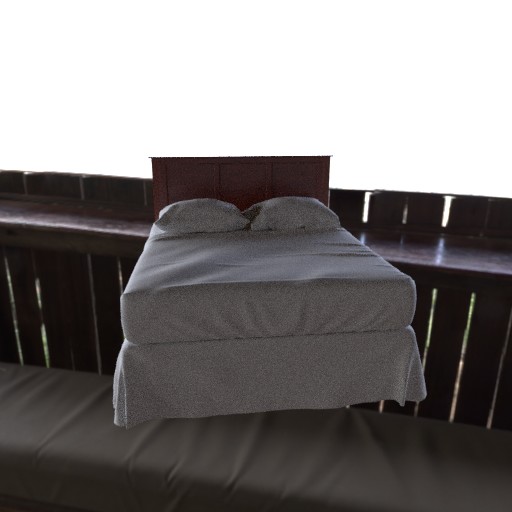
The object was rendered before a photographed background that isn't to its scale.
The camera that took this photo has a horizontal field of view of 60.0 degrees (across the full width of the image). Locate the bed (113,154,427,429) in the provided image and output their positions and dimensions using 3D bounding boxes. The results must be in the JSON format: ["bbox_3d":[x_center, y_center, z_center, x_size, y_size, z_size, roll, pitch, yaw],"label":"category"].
[{"bbox_3d":[0.000,0.000,3.200,1.870,1.270,2.050,-2,17,-7],"label":"bed"}]
